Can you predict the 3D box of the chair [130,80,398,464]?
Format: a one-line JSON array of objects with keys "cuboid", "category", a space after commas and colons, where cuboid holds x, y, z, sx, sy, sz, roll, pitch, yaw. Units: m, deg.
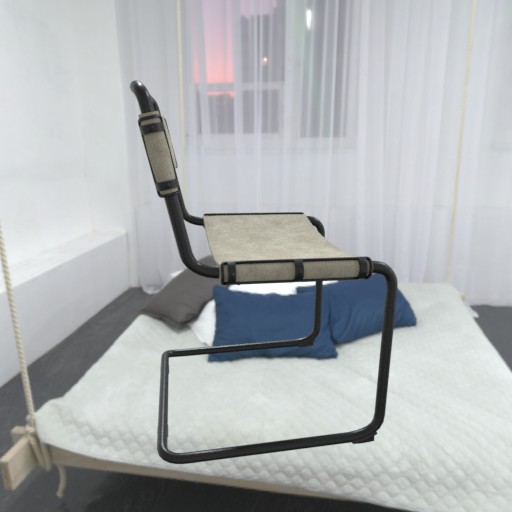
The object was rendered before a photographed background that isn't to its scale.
[{"cuboid": [0.000, 0.000, 1.061, 0.497, 0.747, 0.499, -3, 17, -10], "category": "chair"}]
